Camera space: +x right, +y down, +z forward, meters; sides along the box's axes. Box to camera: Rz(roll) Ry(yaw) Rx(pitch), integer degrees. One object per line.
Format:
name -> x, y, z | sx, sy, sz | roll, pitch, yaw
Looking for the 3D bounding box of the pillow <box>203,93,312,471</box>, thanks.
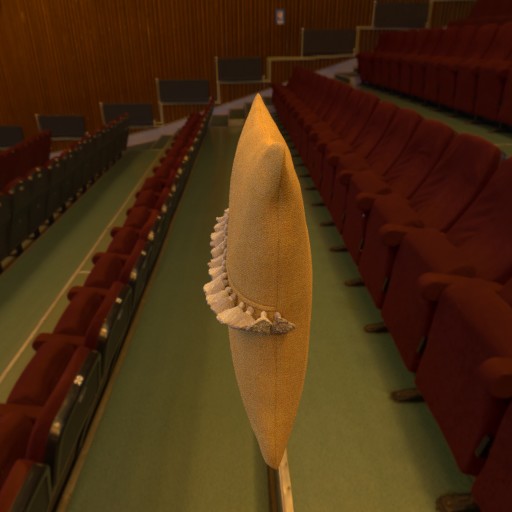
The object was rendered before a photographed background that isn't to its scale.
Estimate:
pillow -> 0.000, 0.000, 0.767 | 0.167, 0.481, 0.485 | -1, 27, -2
